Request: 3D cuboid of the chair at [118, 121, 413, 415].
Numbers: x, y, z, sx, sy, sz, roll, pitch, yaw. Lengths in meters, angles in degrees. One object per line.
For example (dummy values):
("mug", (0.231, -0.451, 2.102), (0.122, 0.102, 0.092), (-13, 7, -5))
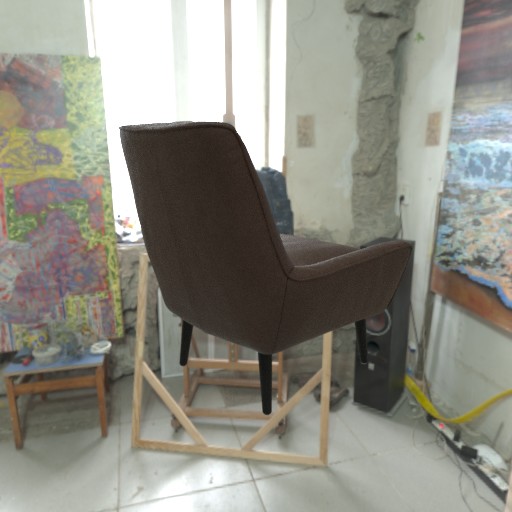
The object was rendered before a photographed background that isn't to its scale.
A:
("chair", (0.000, 0.000, 1.562), (0.787, 0.888, 0.824), (14, 20, 43))
